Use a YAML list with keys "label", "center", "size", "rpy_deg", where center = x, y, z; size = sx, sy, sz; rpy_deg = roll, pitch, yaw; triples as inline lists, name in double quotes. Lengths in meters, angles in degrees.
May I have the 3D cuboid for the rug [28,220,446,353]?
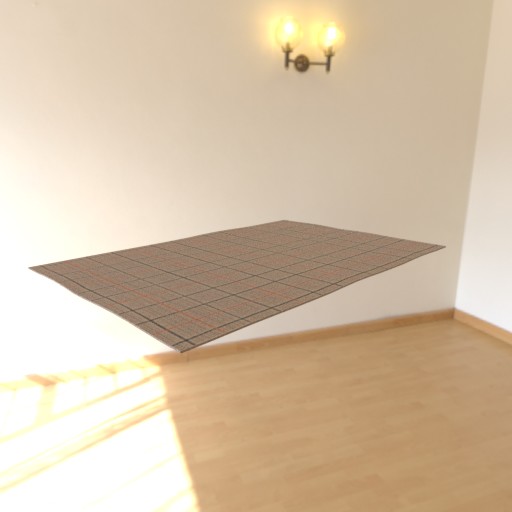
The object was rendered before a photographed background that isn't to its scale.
- label: "rug"
  center: [0.000, 0.000, 2.301]
  size: [1.220, 0.013, 1.829]
  rpy_deg: [14, 20, 43]
